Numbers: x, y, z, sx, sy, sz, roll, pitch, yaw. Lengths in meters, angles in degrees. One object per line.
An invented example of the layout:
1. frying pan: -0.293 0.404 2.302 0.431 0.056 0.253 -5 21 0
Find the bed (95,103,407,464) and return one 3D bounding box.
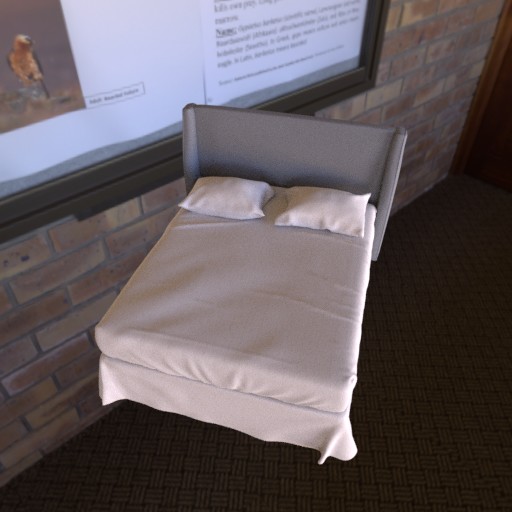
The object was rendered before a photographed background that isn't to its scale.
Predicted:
1. bed: 0.000 0.000 3.379 1.925 1.332 2.276 10 42 12
